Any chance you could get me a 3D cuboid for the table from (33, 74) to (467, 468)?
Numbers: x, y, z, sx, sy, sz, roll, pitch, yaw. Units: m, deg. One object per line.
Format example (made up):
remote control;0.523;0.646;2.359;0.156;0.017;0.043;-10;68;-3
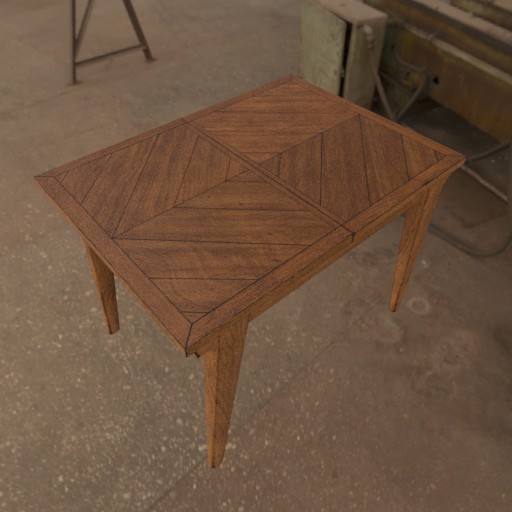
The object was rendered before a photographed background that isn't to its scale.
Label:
table;0.000;0.000;1.572;1.027;0.760;0.757;-32;54;-27
